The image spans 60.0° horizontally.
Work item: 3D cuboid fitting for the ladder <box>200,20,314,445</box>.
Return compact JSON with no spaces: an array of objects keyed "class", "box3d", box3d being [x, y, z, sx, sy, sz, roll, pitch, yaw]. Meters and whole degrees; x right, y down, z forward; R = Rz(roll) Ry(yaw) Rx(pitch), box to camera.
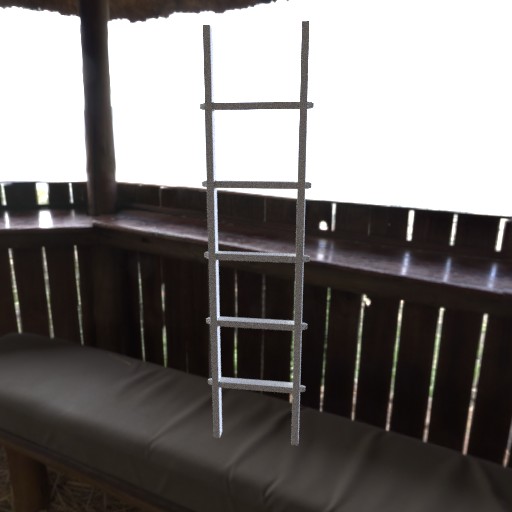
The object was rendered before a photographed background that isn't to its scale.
[{"class":"ladder","box3d":[0.000,0.000,1.889,0.452,1.797,0.051,2,15,8]}]
